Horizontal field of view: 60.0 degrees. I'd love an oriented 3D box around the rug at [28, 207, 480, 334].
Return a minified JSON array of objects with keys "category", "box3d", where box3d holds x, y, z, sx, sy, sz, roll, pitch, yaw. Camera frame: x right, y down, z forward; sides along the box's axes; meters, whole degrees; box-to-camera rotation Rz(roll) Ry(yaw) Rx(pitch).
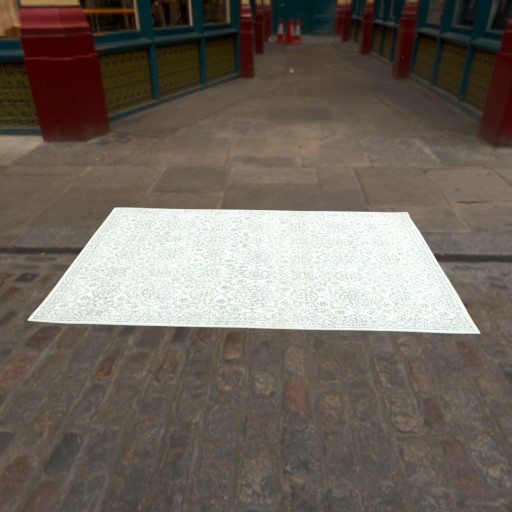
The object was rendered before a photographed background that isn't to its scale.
[{"category":"rug","box3d":[0.000,0.000,3.019,2.434,0.023,1.518,1,30,2]}]
